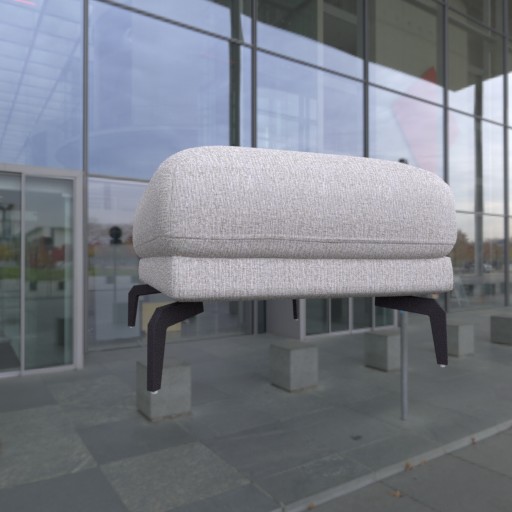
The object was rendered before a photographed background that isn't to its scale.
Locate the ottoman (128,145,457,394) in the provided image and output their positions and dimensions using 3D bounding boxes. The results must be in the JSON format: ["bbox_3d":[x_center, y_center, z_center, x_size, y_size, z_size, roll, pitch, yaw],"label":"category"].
[{"bbox_3d":[0.000,0.000,1.073,0.568,0.420,0.772,0,-1,-18],"label":"ottoman"}]
